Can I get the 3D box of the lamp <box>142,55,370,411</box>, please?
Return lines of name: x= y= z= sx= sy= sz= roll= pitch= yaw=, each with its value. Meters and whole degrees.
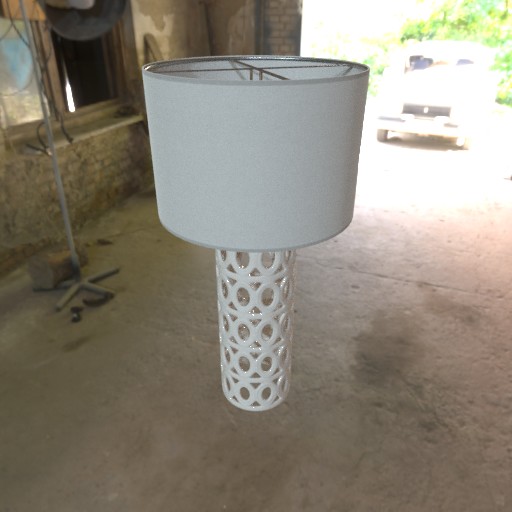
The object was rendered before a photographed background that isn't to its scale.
lamp: x=0.000 y=0.000 z=0.800 sx=0.324 sy=0.636 sz=0.325 roll=-9 pitch=30 yaw=-15
